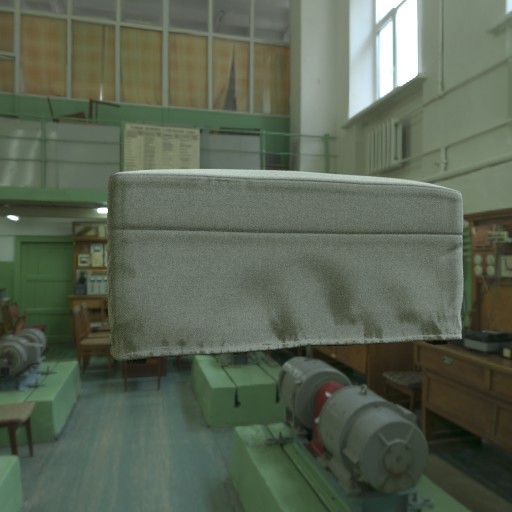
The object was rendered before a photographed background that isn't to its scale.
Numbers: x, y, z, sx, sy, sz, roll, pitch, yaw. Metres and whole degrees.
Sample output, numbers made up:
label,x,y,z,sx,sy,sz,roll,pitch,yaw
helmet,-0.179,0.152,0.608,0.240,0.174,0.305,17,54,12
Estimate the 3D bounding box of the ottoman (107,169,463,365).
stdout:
label,x,y,z,sx,sy,sz,roll,pitch,yaw
ottoman,0.000,0.000,1.350,0.840,0.436,0.843,0,0,-16
